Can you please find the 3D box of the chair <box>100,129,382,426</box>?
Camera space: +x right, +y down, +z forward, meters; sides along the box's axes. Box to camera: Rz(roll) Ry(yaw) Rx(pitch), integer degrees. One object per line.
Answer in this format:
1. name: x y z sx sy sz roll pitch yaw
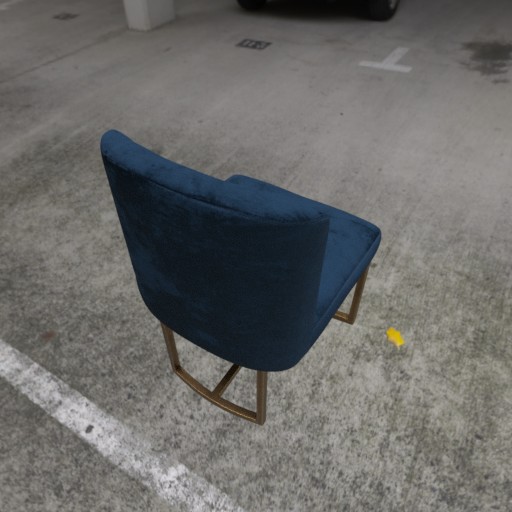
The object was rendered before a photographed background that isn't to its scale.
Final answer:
1. chair: 0.000 0.000 1.196 0.530 0.824 0.560 24 50 22
